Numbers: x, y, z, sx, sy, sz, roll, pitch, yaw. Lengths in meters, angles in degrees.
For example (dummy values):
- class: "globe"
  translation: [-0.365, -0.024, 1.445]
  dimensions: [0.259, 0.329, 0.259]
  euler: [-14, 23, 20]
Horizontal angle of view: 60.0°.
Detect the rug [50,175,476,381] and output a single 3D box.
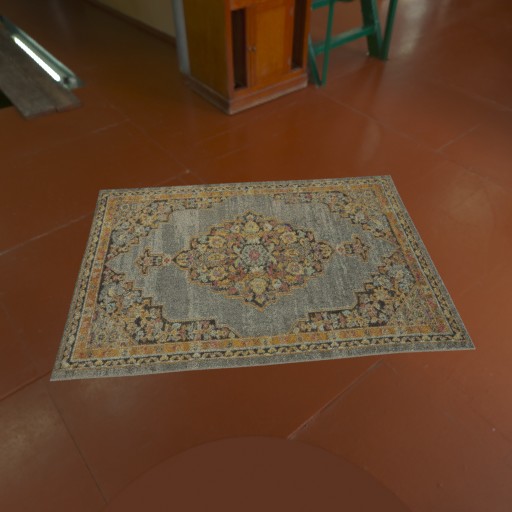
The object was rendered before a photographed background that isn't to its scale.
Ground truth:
- class: "rug"
  translation: [0.000, 0.000, 3.908]
  dimensions: [3.063, 0.024, 2.158]
  euler: [-3, 46, -3]
